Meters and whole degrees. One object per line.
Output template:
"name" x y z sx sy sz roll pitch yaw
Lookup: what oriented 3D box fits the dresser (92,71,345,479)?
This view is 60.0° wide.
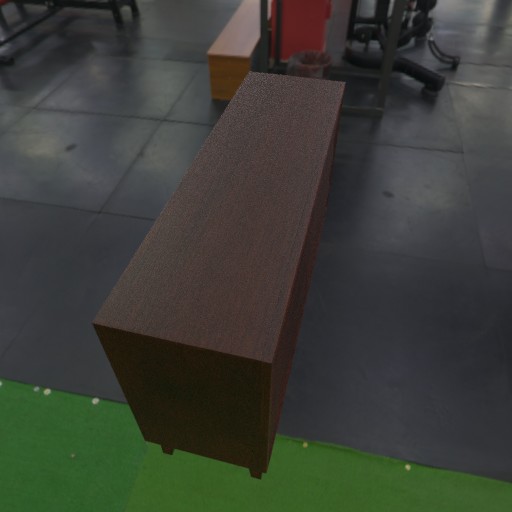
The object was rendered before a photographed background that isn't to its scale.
"dresser" 0.000 0.000 2.022 0.499 0.971 1.609 10 47 10
